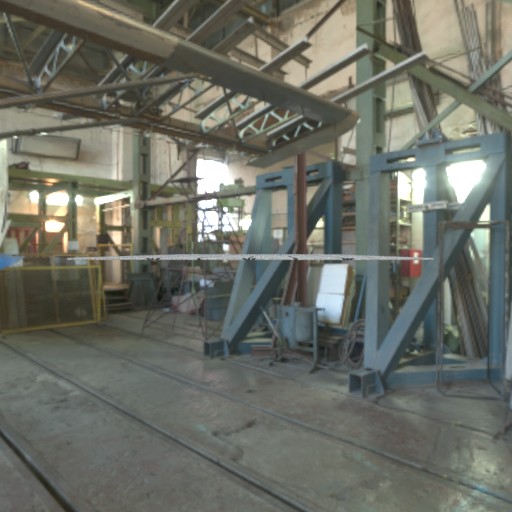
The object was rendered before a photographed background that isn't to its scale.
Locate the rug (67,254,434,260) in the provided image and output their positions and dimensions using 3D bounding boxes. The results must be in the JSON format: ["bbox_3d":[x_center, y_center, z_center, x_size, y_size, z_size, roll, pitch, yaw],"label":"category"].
[{"bbox_3d":[0.000,0.000,3.068,1.526,0.008,2.465,0,1,1],"label":"rug"}]
